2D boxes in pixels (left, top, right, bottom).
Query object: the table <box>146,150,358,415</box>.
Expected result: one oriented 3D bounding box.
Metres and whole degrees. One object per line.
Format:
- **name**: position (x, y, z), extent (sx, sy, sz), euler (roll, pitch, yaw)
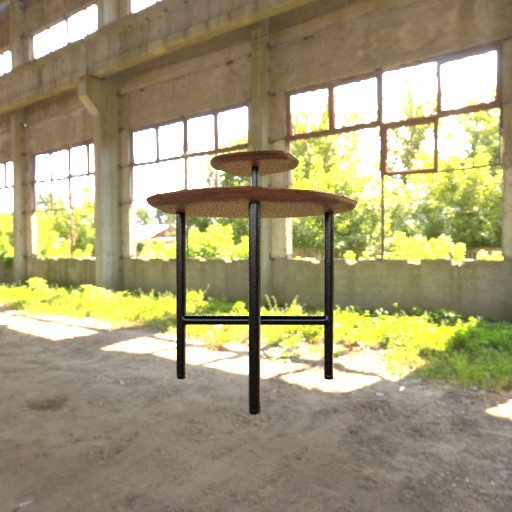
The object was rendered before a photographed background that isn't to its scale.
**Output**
- **table**: position (0.000, 0.000, 1.083), extent (0.442, 0.538, 0.759), euler (0, 1, 1)
